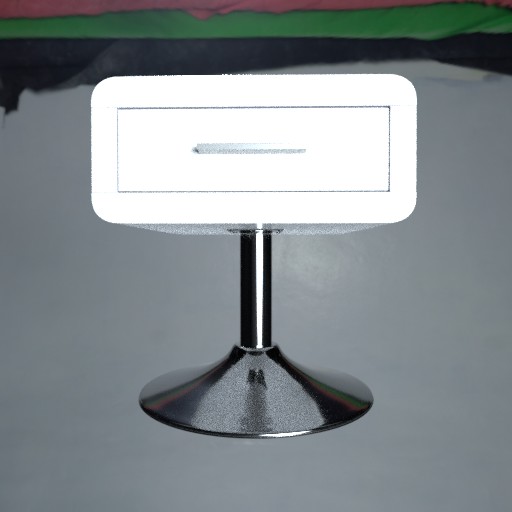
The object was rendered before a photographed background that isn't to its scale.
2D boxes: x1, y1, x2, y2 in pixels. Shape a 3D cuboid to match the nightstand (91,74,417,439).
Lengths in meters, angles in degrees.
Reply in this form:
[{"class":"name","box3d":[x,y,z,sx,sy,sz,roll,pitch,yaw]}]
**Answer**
[{"class":"nightstand","box3d":[0.000,0.000,0.729,0.399,0.447,0.404,0,1,1]}]
